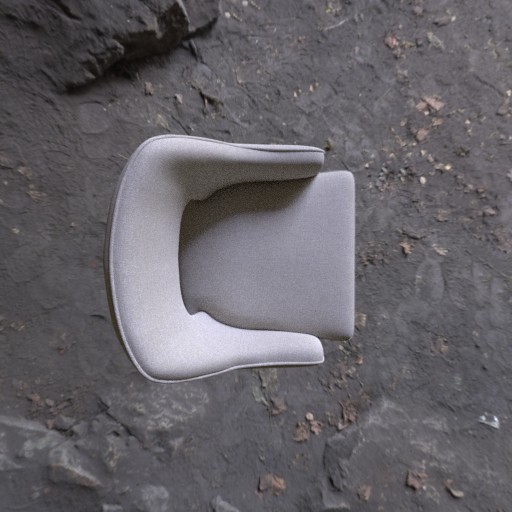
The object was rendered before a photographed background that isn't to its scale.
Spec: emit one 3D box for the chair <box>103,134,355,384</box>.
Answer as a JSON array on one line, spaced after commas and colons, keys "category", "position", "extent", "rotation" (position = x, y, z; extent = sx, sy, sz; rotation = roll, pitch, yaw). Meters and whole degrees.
[{"category": "chair", "position": [0.000, 0.000, 1.206], "extent": [0.580, 0.840, 0.560], "rotation": [0, 91, -1]}]
